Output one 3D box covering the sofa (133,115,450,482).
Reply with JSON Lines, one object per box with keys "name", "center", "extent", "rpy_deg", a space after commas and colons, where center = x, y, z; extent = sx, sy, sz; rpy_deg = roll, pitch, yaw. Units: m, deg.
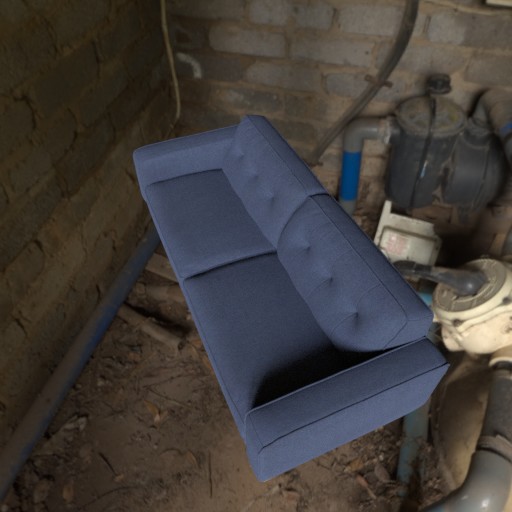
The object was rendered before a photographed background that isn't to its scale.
{"name": "sofa", "center": [0.000, 0.000, 2.672], "extent": [0.953, 0.782, 2.270], "rpy_deg": [-18, 50, -16]}
